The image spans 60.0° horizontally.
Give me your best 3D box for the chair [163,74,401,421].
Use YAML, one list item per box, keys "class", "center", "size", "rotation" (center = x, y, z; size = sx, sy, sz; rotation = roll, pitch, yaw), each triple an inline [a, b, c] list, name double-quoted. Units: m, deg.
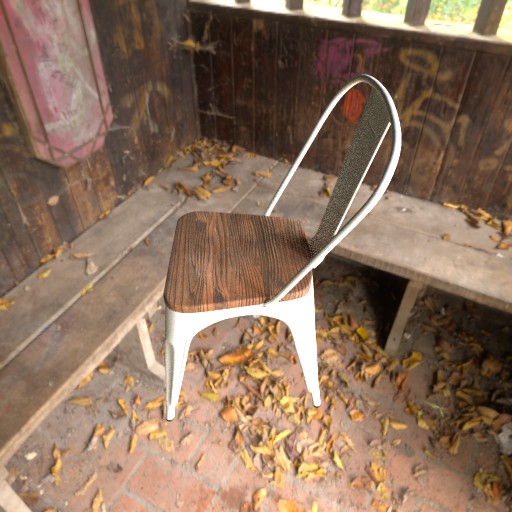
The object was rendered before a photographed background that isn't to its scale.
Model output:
- class: "chair"
  center: [0.000, 0.000, 1.144]
  size: [0.521, 0.851, 0.452]
  rotation: [-1, 42, -1]
